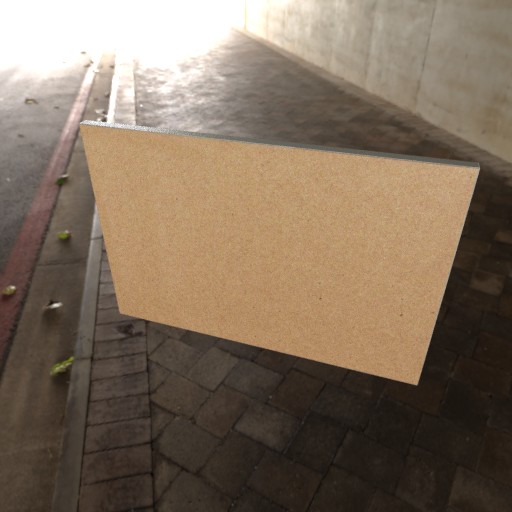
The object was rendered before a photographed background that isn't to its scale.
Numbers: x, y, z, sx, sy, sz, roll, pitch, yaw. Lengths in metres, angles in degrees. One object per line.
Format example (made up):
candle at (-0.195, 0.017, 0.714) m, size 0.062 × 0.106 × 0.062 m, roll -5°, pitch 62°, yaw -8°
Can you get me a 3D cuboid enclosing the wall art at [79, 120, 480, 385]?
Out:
wall art at (0.000, 0.000, 0.772) m, size 0.615 × 0.410 × 0.021 m, roll 10°, pitch 34°, yaw 16°
